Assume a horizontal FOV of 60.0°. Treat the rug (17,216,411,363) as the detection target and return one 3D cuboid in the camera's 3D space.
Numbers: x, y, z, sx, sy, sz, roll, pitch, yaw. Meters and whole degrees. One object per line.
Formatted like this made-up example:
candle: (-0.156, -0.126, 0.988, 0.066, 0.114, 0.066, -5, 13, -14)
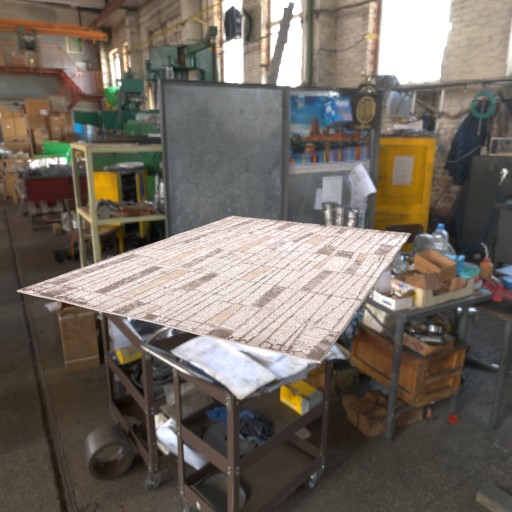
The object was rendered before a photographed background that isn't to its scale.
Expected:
rug: (0.000, 0.000, 4.322, 2.449, 0.019, 3.357, 8, 18, 25)
